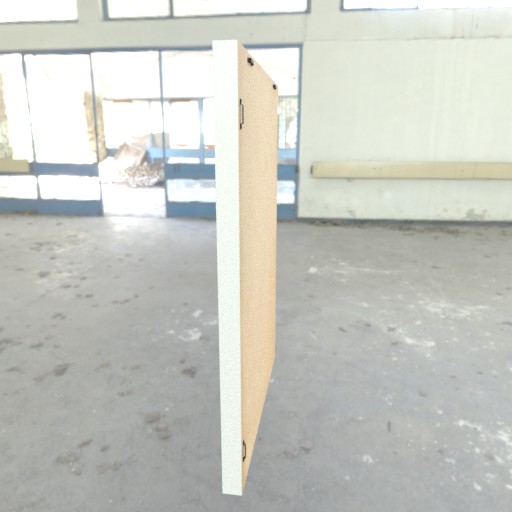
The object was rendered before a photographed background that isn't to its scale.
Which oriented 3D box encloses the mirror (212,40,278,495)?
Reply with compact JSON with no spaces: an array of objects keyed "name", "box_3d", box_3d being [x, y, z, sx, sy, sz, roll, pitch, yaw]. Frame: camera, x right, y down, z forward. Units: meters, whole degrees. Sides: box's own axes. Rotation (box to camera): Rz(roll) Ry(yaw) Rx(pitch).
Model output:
[{"name":"mirror","box_3d":[0.000,0.000,0.908,0.039,0.710,0.507,2,15,8]}]
